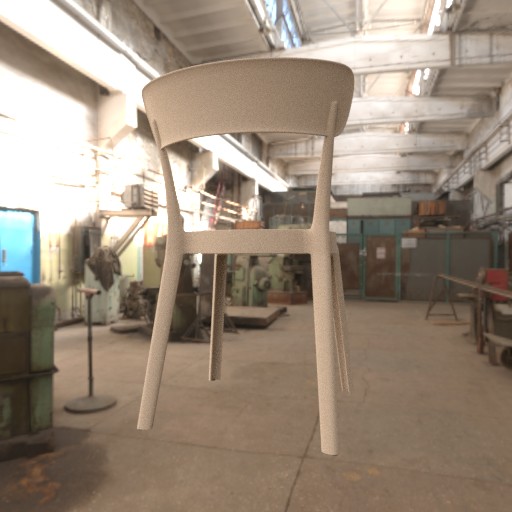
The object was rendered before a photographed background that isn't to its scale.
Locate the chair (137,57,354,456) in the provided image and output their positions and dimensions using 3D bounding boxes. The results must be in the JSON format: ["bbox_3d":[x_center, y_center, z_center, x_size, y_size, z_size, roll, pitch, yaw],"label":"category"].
[{"bbox_3d":[0.000,0.000,1.122,0.506,0.790,0.491,0,0,17],"label":"chair"}]
